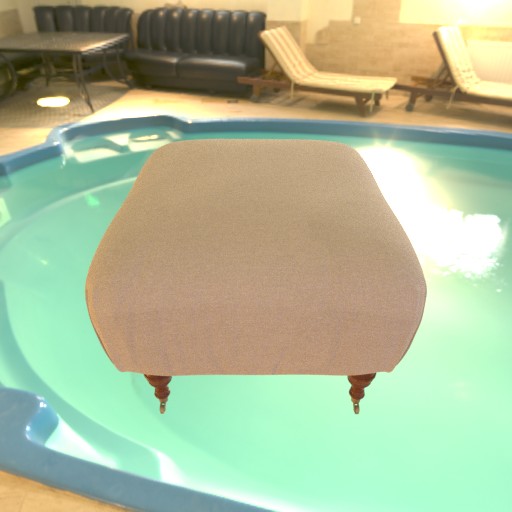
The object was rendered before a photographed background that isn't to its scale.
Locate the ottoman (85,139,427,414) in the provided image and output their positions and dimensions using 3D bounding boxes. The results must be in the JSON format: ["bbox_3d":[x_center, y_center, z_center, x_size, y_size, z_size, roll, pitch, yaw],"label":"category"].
[{"bbox_3d":[0.000,0.000,1.120,0.622,0.450,0.746,0,33,0],"label":"ottoman"}]
